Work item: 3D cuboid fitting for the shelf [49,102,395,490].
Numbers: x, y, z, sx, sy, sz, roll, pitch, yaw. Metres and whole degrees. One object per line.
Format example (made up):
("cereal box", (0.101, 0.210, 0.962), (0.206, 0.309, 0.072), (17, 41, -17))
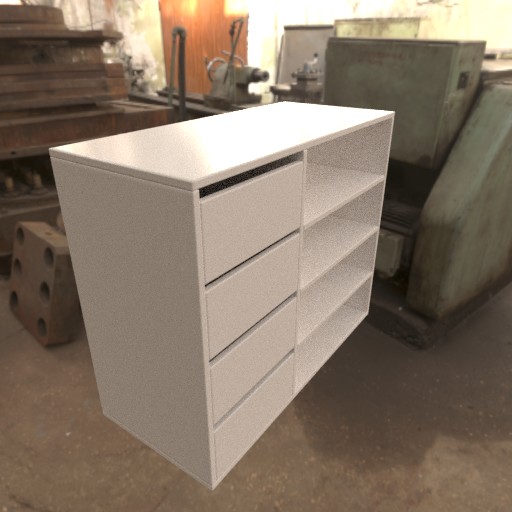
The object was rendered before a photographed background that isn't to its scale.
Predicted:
("shelf", (0.000, 0.000, 1.283), (0.396, 0.732, 0.895), (18, 31, 32))
